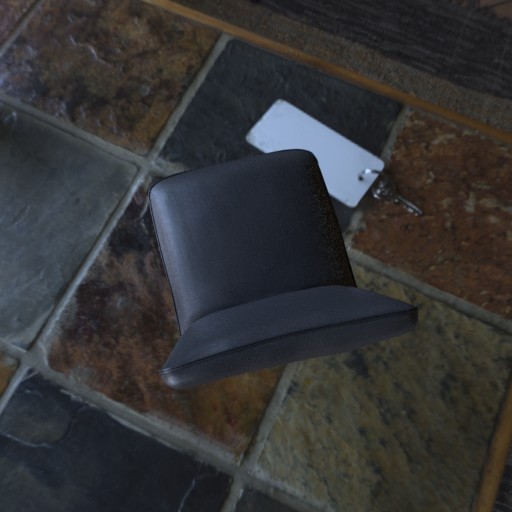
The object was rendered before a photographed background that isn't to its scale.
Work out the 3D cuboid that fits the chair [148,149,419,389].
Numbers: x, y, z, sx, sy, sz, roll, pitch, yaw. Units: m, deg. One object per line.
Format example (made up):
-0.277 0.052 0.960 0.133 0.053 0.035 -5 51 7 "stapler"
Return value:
0.000 0.000 1.231 0.543 0.801 0.645 -18 75 -5 "chair"
